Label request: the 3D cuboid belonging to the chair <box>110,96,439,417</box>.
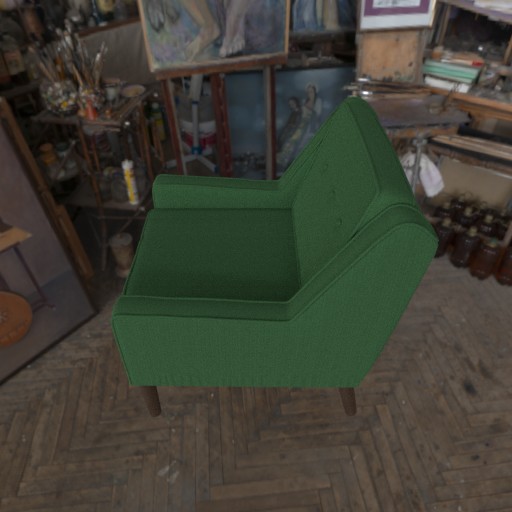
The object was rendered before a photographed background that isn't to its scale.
[{"bbox_3d":[0.000,0.000,1.348,0.743,0.792,0.663,0,41,0],"label":"chair"}]
